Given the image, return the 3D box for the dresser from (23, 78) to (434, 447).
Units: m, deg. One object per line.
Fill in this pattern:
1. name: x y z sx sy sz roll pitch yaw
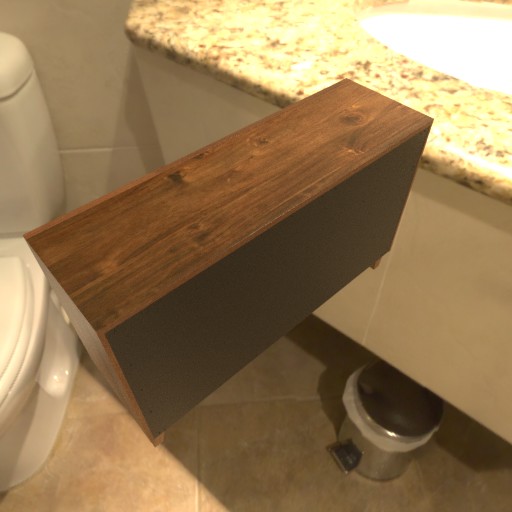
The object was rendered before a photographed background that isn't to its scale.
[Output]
1. dresser: 0.000 0.000 1.786 1.400 0.873 0.446 -34 56 -26
